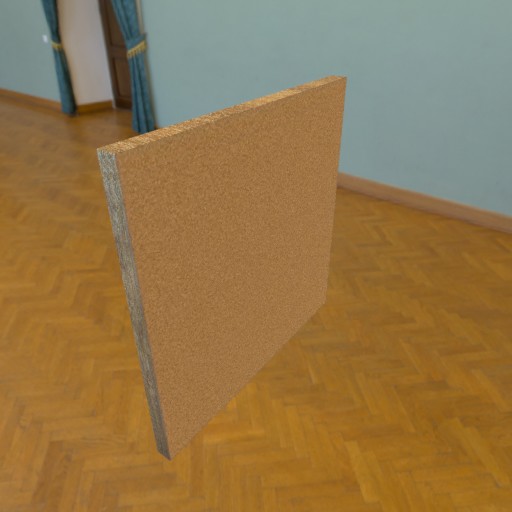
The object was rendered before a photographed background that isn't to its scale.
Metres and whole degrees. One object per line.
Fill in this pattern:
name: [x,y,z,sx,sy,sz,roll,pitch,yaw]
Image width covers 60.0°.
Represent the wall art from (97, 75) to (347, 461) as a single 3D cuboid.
wall art: [0.000,0.000,0.903,0.042,0.608,0.611,21,37,30]
